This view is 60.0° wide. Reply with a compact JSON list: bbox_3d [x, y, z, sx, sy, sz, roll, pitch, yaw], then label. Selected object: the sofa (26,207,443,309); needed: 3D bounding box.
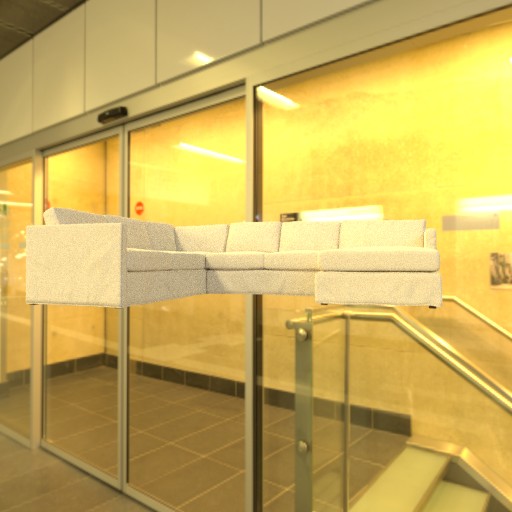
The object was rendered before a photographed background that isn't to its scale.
[{"bbox_3d":[0.000,0.000,4.454,3.460,0.882,2.427,0,-1,19],"label":"sofa"}]
